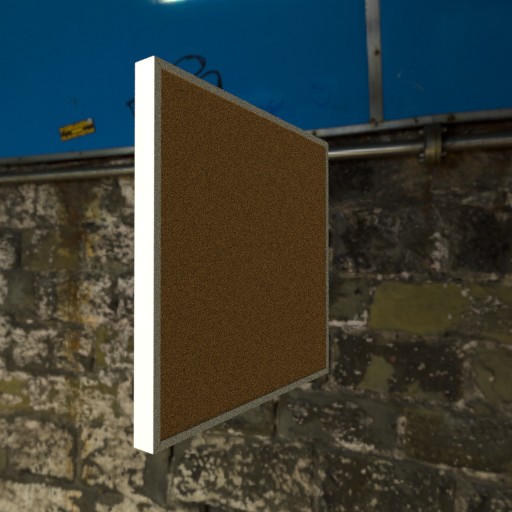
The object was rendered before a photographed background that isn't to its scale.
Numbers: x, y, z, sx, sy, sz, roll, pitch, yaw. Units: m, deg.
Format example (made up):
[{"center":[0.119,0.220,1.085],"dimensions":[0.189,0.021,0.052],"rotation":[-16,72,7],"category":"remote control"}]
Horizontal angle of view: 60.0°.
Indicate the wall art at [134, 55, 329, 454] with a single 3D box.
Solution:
[{"center":[0.000,0.000,0.782],"dimensions":[0.037,0.508,0.508],"rotation":[-1,-1,35],"category":"wall art"}]
